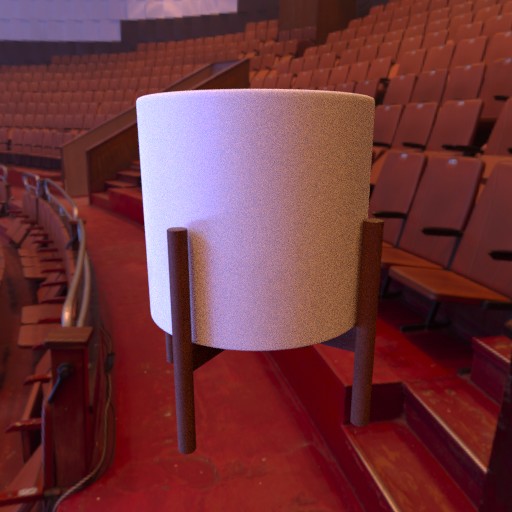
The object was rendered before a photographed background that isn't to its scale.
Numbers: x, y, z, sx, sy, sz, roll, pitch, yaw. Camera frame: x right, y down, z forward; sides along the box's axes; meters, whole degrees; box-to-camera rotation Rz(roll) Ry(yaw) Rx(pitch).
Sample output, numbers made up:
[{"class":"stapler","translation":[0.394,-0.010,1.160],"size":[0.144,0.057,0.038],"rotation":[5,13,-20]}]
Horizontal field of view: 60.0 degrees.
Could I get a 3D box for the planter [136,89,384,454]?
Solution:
[{"class":"planter","translation":[0.000,0.000,0.878],"size":[0.420,0.581,0.421],"rotation":[-3,15,-11]}]
